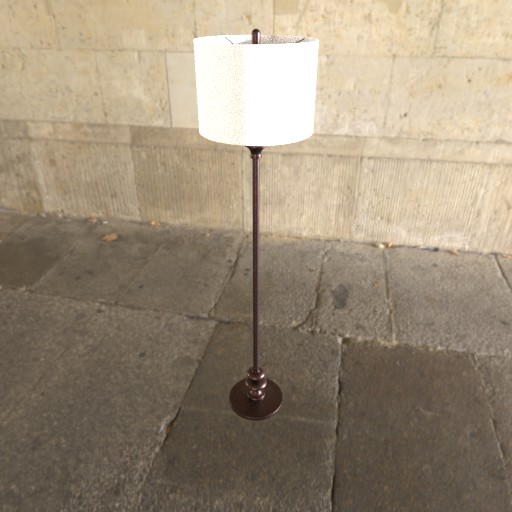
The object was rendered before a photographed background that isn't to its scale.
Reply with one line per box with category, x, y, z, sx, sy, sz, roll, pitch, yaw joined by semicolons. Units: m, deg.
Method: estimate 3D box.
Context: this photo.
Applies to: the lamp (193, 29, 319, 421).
lamp;0.000;0.000;1.628;0.356;1.487;0.356;-18;35;-28
